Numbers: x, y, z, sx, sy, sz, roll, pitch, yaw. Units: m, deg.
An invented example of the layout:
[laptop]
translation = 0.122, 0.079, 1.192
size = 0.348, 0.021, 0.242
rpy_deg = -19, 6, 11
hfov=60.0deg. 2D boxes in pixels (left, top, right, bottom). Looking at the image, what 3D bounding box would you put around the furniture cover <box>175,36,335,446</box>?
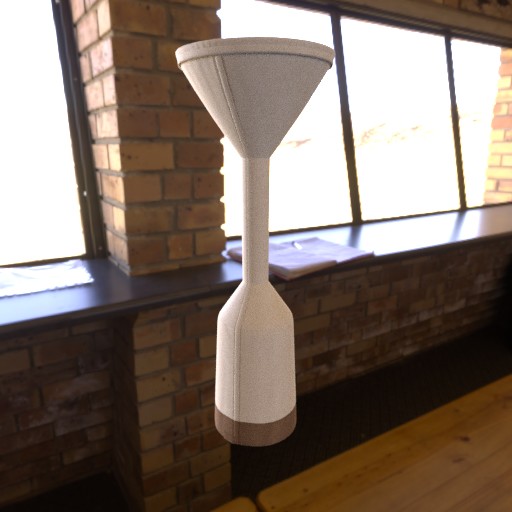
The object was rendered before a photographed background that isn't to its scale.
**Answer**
[furniture cover]
translation = 0.000, 0.000, 2.864
size = 0.914, 2.413, 0.914
rpy_deg = 7, 16, 25
